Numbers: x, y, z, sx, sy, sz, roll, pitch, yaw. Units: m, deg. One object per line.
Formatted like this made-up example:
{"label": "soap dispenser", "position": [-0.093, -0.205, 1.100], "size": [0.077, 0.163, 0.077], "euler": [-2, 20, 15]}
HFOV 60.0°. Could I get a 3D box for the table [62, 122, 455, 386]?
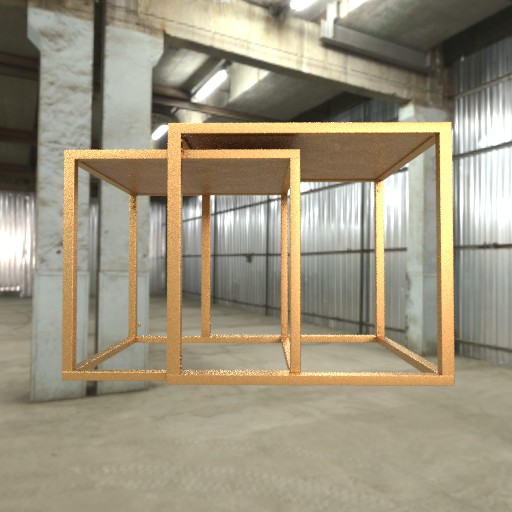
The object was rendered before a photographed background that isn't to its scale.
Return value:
{"label": "table", "position": [0.000, 0.000, 1.101], "size": [0.762, 0.505, 0.505], "euler": [0, -1, 1]}
